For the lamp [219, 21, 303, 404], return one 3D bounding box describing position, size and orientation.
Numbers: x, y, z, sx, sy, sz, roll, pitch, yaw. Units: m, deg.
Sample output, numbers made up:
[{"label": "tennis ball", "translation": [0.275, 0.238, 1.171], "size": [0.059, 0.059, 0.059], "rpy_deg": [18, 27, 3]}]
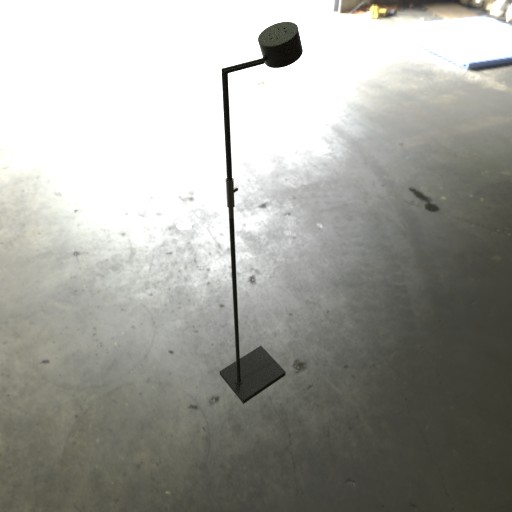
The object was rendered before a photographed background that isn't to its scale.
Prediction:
[{"label": "lamp", "translation": [0.000, 0.000, 1.703], "size": [0.304, 1.600, 0.203], "rpy_deg": [-27, 48, -27]}]
